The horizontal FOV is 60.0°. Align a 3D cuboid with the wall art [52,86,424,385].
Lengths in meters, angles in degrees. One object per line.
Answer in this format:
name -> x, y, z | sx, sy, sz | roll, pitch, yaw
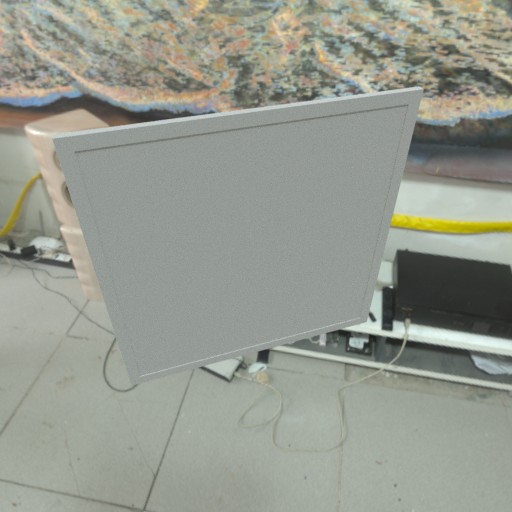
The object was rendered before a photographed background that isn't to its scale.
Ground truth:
wall art -> 0.000, 0.000, 0.975 | 0.660, 0.660, 0.015 | -12, 42, -14
